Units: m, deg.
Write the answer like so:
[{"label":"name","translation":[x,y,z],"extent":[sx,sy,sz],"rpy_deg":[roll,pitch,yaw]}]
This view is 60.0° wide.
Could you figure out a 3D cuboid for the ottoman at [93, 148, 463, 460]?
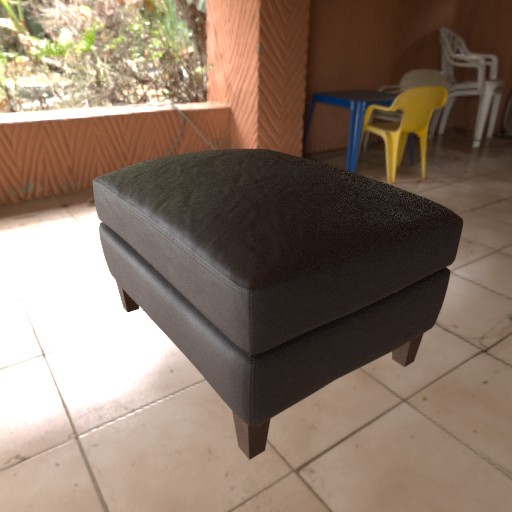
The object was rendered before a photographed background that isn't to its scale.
[{"label":"ottoman","translation":[0.000,0.000,1.276],"extent":[0.659,0.529,0.887],"rpy_deg":[-17,31,-32]}]
